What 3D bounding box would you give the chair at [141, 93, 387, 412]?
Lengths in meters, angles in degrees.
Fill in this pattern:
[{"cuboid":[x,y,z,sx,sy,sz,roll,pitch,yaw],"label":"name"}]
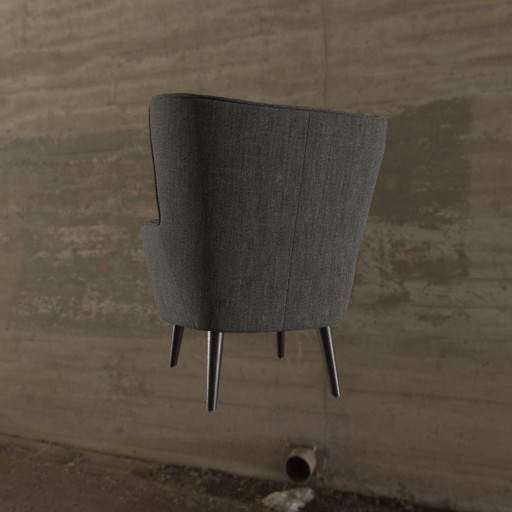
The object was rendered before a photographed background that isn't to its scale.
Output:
[{"cuboid":[0.000,0.000,1.594,0.781,0.933,0.888,0,0,-19],"label":"chair"}]
